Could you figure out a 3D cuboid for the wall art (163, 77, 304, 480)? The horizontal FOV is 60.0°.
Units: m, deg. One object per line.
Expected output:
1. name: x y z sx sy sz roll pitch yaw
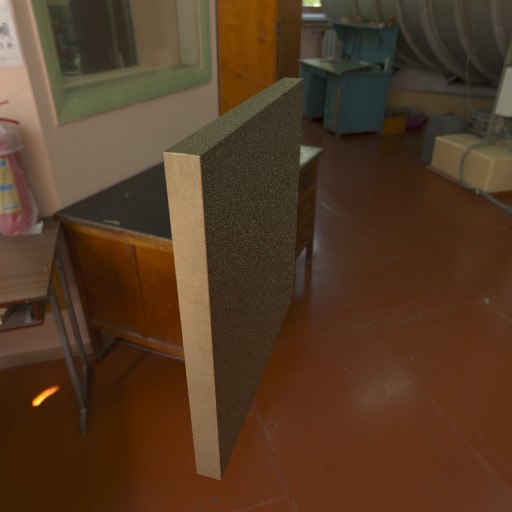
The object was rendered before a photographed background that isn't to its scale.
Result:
1. wall art: 0.000 0.000 0.762 0.040 0.506 0.503 8 31 14
